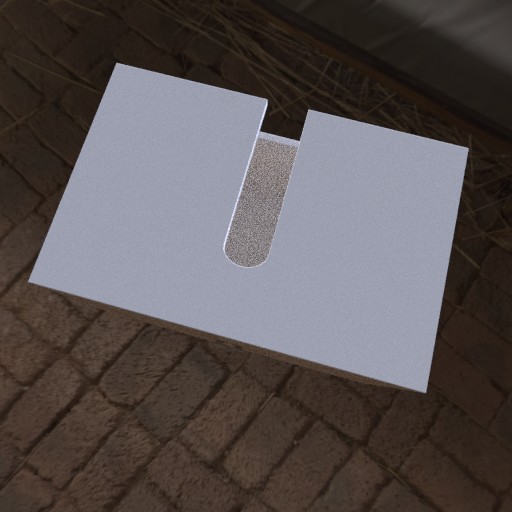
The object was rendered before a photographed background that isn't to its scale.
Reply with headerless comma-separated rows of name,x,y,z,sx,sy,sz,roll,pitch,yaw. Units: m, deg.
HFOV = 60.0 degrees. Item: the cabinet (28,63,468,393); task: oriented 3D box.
cabinet,0.000,0.000,0.938,0.600,0.522,0.400,15,77,4
